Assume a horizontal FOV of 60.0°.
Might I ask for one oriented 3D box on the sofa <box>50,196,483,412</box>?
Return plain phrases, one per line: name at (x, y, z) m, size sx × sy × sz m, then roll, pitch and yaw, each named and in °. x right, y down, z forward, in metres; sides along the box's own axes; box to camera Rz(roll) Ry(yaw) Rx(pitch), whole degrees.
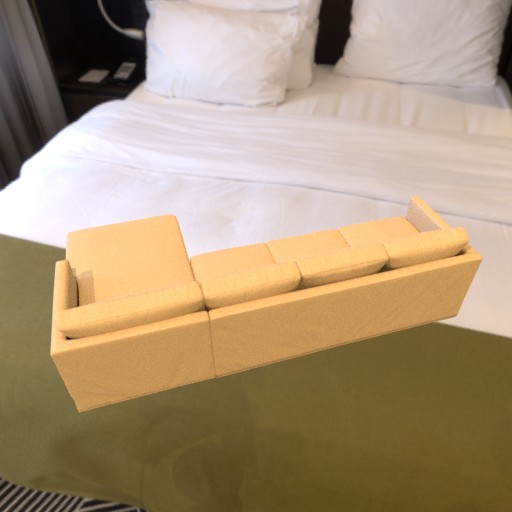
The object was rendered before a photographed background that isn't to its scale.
sofa at (0.000, 0.000, 3.819) m, size 3.206 × 0.871 × 1.622 m, roll -11°, pitch 42°, yaw -13°
